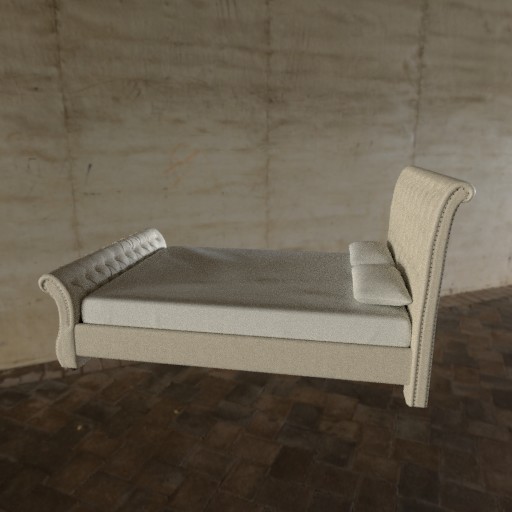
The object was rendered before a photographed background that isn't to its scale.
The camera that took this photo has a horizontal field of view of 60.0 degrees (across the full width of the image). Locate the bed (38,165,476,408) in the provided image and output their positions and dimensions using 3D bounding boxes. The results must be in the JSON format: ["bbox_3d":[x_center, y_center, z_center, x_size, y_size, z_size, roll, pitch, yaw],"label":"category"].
[{"bbox_3d":[0.000,0.000,3.301,2.493,1.268,1.606,3,15,10],"label":"bed"}]
